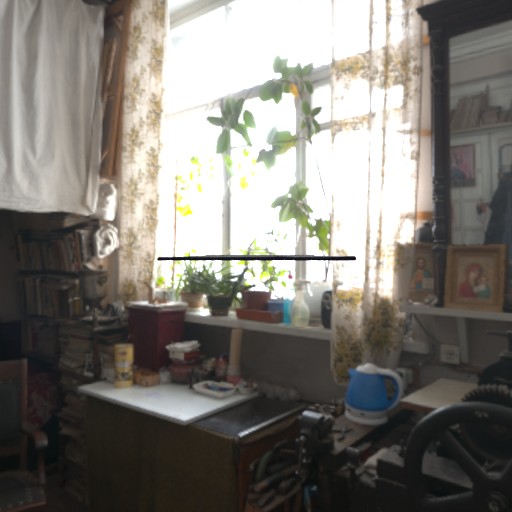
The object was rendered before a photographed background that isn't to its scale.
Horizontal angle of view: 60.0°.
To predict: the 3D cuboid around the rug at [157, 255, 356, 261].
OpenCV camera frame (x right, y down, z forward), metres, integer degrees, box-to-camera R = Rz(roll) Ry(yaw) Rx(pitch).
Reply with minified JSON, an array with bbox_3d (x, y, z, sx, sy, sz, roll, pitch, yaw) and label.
[{"bbox_3d":[0.000,0.000,2.463,0.602,0.016,2.283,0,0,0],"label":"rug"}]
